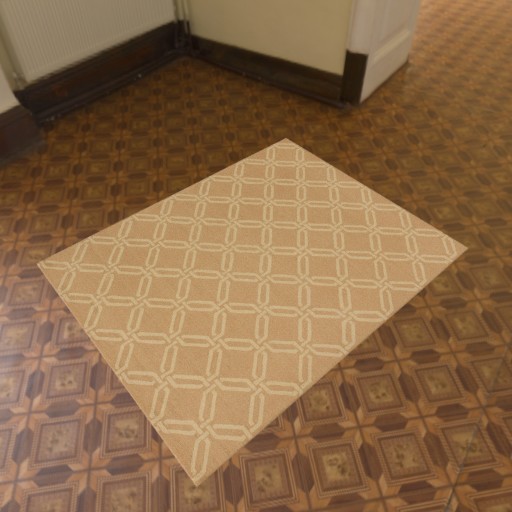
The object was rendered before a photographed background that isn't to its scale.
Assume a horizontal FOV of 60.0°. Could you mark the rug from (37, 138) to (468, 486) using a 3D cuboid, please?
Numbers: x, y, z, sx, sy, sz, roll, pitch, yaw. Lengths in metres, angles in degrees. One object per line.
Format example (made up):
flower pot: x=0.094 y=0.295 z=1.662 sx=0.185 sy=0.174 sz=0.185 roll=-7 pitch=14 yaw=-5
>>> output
rug: x=0.000 y=0.000 z=3.782 sx=2.895 sy=0.018 sz=2.288 roll=-33 pitch=55 yaw=-26
